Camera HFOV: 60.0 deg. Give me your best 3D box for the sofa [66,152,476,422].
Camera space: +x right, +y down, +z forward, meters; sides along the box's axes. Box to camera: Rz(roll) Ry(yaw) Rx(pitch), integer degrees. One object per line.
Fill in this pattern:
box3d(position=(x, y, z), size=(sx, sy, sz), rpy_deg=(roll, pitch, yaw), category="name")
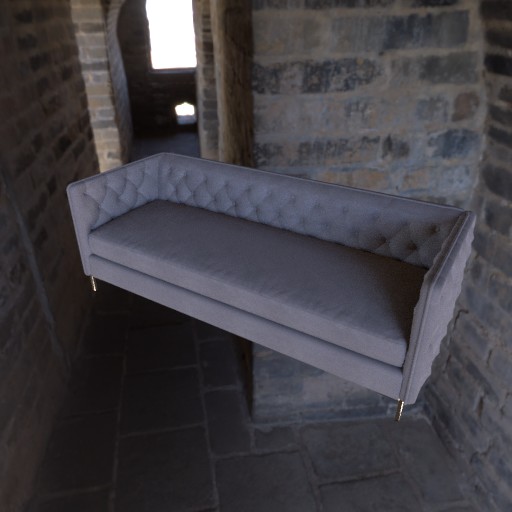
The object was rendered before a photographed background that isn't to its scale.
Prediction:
box3d(position=(0.000, 0.000, 2.649), size=(2.209, 0.771, 0.895), rpy_deg=(17, 33, 28), category="sofa")
